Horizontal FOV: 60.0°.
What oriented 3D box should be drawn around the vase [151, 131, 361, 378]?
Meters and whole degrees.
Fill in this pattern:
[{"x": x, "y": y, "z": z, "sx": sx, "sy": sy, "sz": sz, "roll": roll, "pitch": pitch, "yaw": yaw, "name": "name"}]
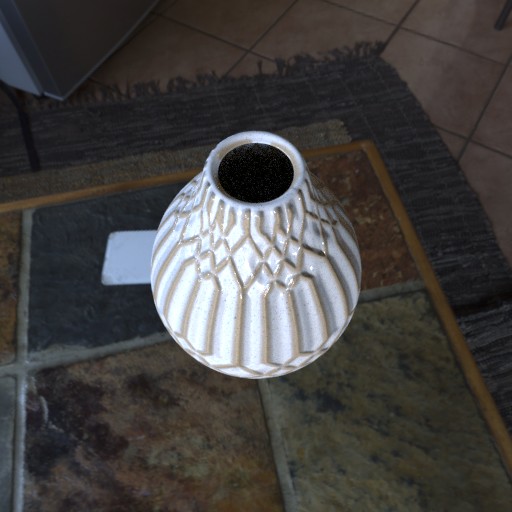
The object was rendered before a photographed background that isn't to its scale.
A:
[{"x": 0.000, "y": 0.000, "z": 0.320, "sx": 0.159, "sy": 0.200, "sz": 0.159, "roll": 0, "pitch": 62, "yaw": 0, "name": "vase"}]
